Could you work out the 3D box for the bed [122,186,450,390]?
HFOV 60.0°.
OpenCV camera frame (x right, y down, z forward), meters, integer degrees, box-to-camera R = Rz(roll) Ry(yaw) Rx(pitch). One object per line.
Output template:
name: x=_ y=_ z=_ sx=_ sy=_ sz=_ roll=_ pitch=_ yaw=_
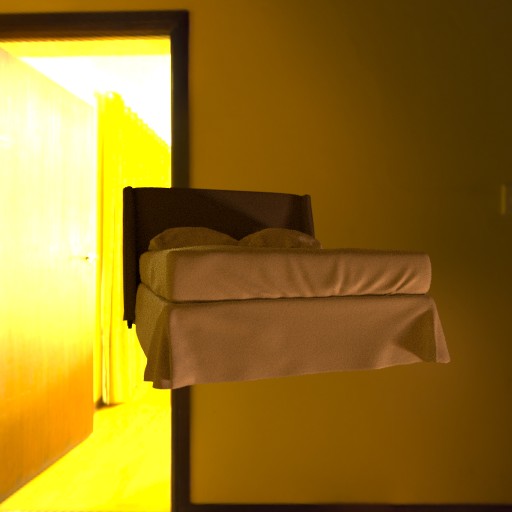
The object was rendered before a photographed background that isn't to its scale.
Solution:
bed: x=0.000 y=0.000 z=3.451 sx=1.925 sy=1.332 sz=2.276 roll=0 pitch=0 yaw=-19
